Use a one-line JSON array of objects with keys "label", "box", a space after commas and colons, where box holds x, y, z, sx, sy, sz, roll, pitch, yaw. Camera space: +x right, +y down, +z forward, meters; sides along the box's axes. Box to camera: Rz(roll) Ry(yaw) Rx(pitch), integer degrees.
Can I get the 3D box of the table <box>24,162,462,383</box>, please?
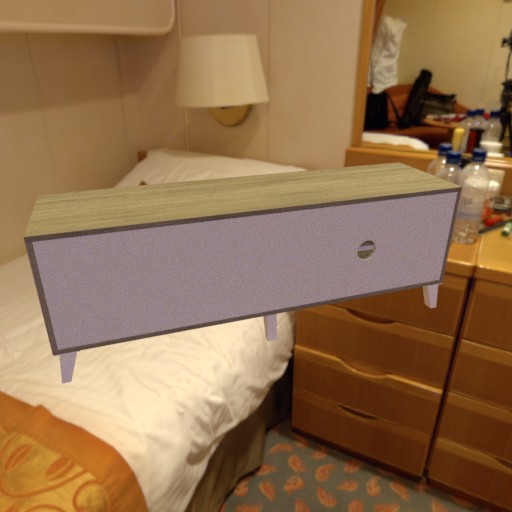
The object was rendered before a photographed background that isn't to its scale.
[{"label": "table", "box": [0.000, 0.000, 1.735, 1.500, 0.530, 0.400, -8, 27, -17]}]
